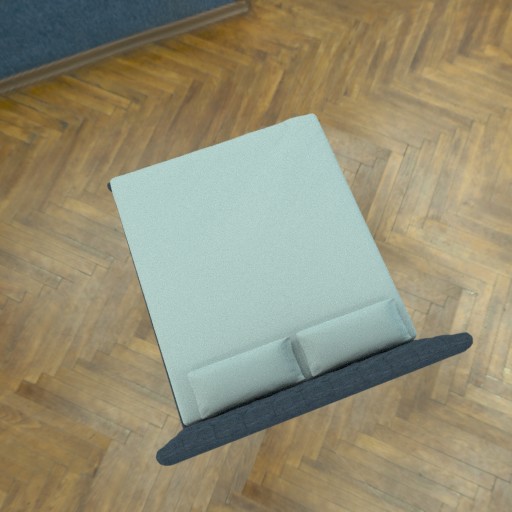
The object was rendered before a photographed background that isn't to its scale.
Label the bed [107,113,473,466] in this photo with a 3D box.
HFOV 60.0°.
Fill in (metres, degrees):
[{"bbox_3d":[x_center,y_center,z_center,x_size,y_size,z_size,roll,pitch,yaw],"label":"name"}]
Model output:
[{"bbox_3d":[0.000,0.000,3.618,2.078,1.427,2.387,-19,76,-5],"label":"bed"}]
